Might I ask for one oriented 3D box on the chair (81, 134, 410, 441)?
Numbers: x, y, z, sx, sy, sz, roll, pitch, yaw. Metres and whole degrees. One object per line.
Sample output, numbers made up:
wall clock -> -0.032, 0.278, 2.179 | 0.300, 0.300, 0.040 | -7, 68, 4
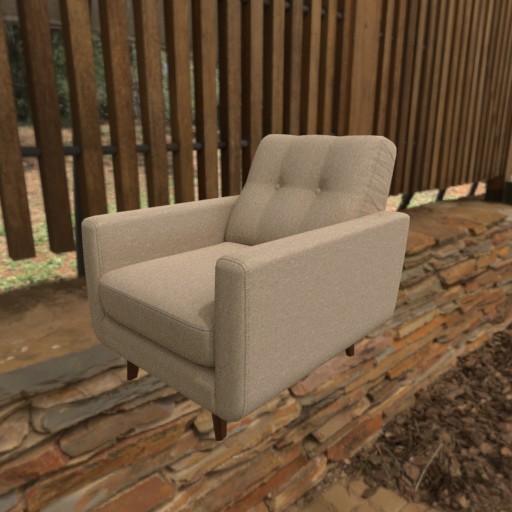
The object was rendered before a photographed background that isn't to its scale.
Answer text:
chair -> 0.000, 0.000, 1.848 | 0.897, 0.965, 1.128 | 14, 22, 41
